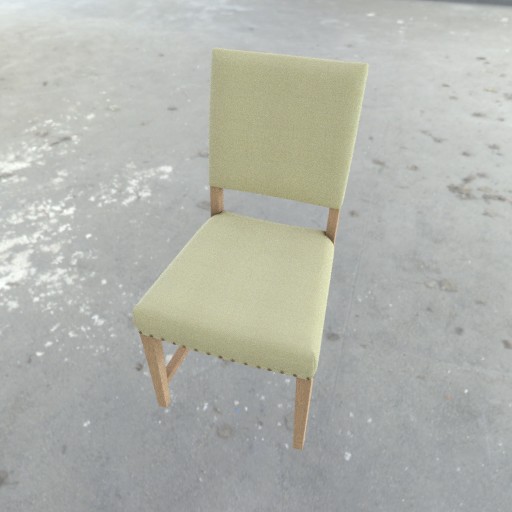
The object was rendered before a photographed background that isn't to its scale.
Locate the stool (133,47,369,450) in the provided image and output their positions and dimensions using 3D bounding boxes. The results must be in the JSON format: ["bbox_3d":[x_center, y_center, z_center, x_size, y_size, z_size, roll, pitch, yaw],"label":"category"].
[{"bbox_3d":[0.000,0.000,1.326,0.508,0.986,0.623,12,43,13],"label":"stool"}]
